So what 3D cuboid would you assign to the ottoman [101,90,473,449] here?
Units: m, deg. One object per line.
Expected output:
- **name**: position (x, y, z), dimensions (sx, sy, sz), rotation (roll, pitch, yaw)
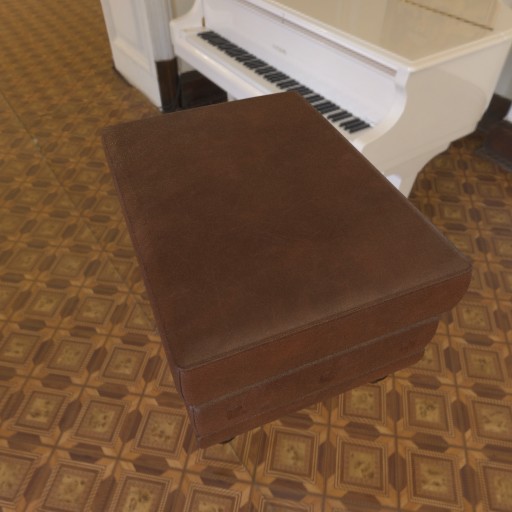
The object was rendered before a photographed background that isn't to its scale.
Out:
- **ottoman**: position (0.000, 0.000, 1.161), dimensions (0.588, 0.509, 0.795), rotation (-16, 48, -15)
